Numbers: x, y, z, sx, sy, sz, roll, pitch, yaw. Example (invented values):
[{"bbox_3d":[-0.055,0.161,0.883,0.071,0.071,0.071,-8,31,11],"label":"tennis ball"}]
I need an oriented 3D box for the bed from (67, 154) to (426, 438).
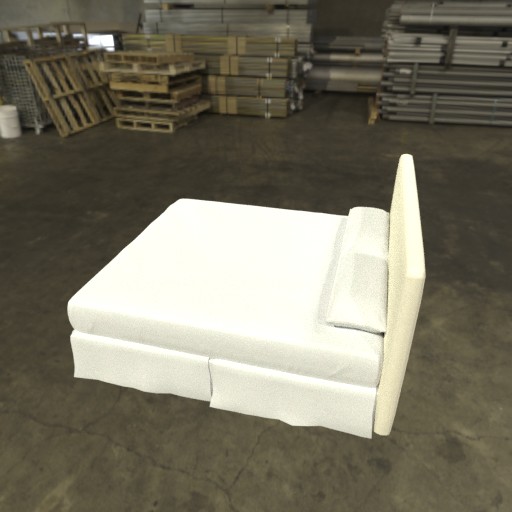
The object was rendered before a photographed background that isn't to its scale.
[{"bbox_3d":[0.000,0.000,3.629,2.341,1.317,2.119,8,31,13],"label":"bed"}]
